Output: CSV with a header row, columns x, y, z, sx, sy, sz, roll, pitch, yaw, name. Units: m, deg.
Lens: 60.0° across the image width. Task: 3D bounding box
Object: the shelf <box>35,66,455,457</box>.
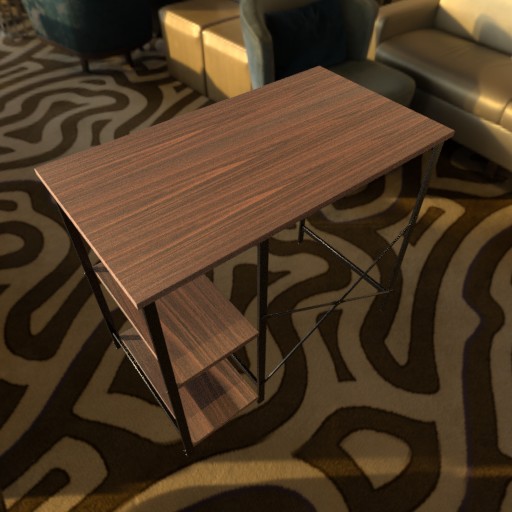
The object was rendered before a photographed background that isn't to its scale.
x,y,z,sx,sy,sz,roll,pitch,yaw,name
0.000,0.000,1.343,0.902,0.750,0.498,-30,53,-25,shelf
